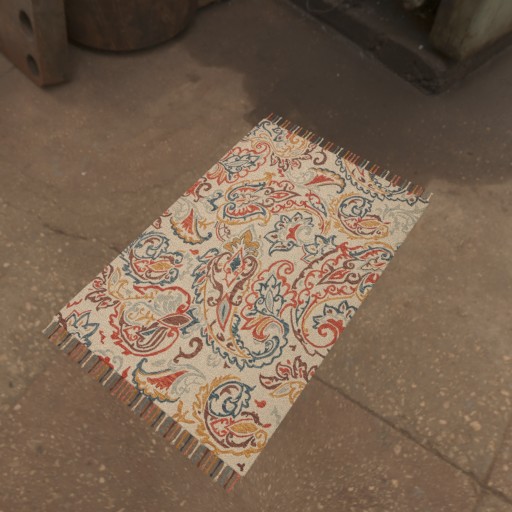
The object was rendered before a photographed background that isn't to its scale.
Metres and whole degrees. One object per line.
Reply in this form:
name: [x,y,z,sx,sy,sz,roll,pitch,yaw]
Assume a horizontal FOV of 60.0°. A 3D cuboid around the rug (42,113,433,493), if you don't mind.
rug: [0.000,0.000,2.442,1.218,0.010,1.997,32,64,18]
